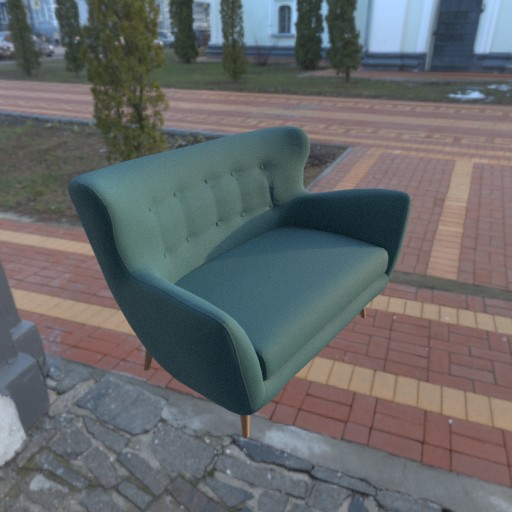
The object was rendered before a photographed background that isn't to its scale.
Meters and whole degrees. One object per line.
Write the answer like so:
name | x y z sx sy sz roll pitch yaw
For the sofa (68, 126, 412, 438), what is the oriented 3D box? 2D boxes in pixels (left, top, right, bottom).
sofa | 0.000 0.000 1.957 0.889 0.889 1.397 19 33 33
